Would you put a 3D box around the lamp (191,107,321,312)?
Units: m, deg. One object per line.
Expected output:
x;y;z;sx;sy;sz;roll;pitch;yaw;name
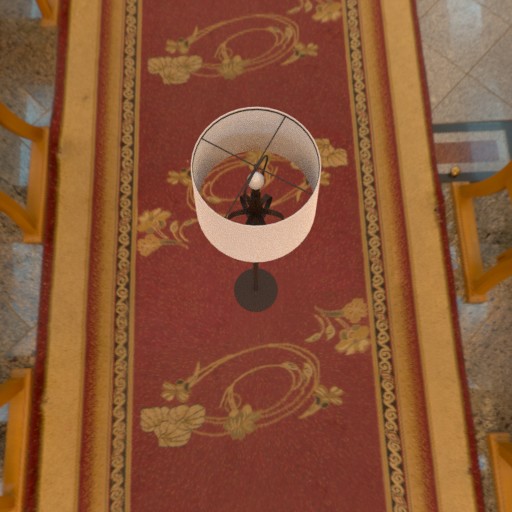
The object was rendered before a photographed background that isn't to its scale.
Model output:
0.000;0.000;1.565;0.286;1.462;0.286;-1;76;0;lamp
